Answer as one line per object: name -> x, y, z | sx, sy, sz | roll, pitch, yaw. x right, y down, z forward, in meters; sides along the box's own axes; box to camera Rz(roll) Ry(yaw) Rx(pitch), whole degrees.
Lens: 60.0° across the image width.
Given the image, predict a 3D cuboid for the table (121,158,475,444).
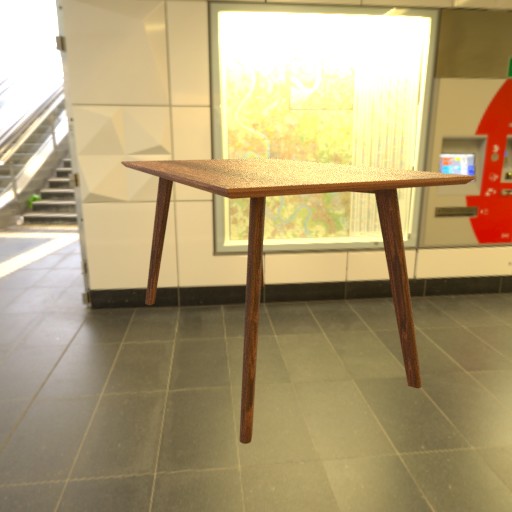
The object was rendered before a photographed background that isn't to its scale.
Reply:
table -> 0.000, 0.000, 1.833 | 0.801, 0.724, 1.349 | -7, 16, -25
